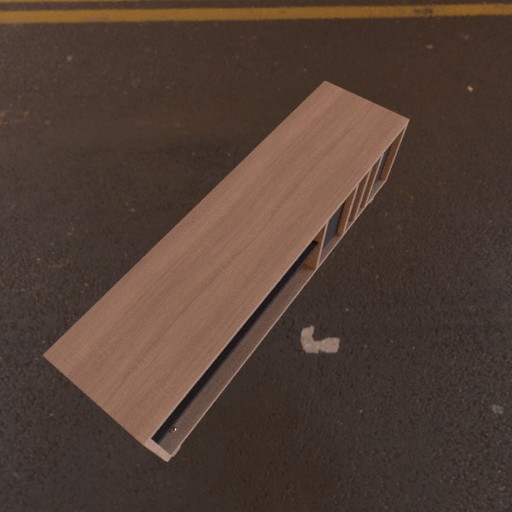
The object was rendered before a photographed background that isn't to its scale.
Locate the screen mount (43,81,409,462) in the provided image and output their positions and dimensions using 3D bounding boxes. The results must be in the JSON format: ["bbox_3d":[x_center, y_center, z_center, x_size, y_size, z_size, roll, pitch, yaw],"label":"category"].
[{"bbox_3d":[0.000,0.000,1.726,0.401,0.509,1.500,33,64,18],"label":"screen mount"}]
